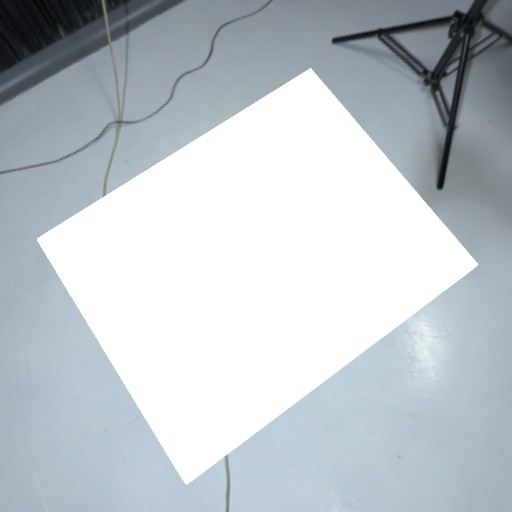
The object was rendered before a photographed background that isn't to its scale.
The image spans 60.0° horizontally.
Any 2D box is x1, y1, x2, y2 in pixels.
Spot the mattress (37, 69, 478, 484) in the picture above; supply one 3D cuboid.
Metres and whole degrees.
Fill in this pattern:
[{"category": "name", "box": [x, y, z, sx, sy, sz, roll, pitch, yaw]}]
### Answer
[{"category": "mattress", "box": [0.000, 0.000, 2.660, 2.000, 0.230, 1.600, -34, 78, -8]}]
